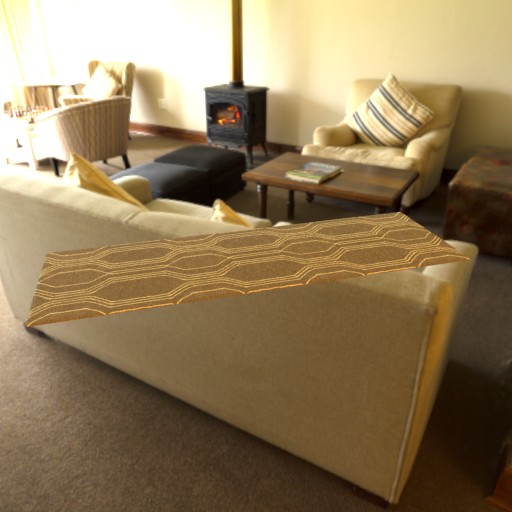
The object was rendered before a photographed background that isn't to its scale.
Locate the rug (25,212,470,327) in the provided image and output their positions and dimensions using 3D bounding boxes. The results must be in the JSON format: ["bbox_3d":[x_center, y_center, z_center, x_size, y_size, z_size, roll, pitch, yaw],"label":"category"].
[{"bbox_3d":[0.000,0.000,2.695,2.464,0.012,0.773,-7,29,-14],"label":"rug"}]
